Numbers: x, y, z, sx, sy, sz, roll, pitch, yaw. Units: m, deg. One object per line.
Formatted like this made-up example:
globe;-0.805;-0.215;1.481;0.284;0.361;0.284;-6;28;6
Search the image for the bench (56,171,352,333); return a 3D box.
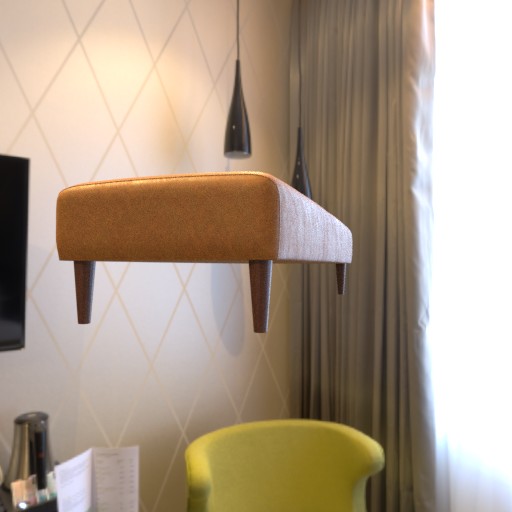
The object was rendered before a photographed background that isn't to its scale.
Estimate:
bench;0.000;0.000;1.847;0.653;0.399;1.610;0;-1;18
